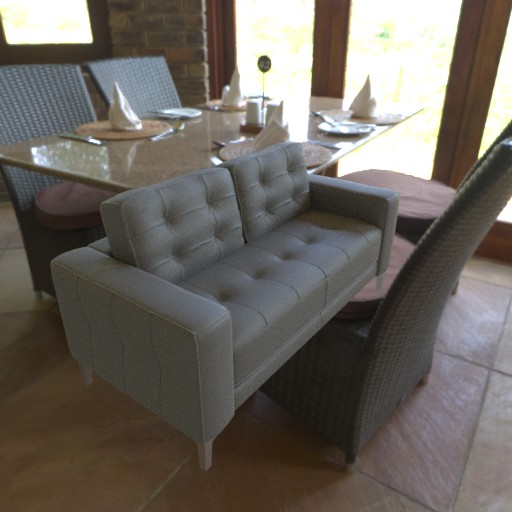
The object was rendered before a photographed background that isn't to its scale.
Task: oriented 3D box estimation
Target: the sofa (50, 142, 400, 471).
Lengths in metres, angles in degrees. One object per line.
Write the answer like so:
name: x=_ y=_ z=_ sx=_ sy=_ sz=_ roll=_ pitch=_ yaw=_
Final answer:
sofa: x=0.000 y=0.000 z=2.236 sx=0.833 sy=0.893 sz=1.726 roll=19 pitch=32 yaw=32
